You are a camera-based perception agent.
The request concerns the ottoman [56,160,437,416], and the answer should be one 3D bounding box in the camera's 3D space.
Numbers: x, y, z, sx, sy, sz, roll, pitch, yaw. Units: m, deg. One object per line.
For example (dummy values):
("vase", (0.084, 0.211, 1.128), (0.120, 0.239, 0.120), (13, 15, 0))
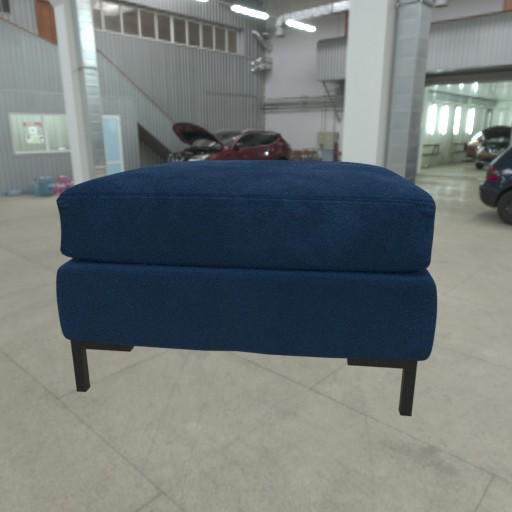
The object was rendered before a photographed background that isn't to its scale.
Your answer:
("ottoman", (0.000, 0.000, 1.182), (0.794, 0.485, 0.655), (2, 16, 7))
